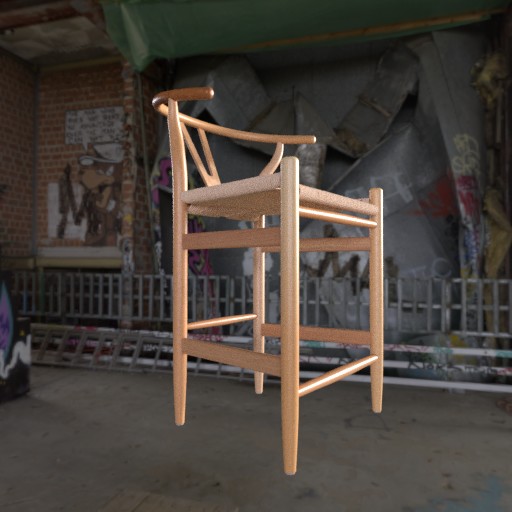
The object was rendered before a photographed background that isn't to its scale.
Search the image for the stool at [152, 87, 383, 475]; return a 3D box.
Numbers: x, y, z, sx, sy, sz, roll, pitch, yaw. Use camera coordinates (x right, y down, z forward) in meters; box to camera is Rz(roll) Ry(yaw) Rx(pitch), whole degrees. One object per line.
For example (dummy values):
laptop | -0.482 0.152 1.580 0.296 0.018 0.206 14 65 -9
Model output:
stool | 0.000 0.000 1.291 0.575 0.923 0.536 -1 -1 37
